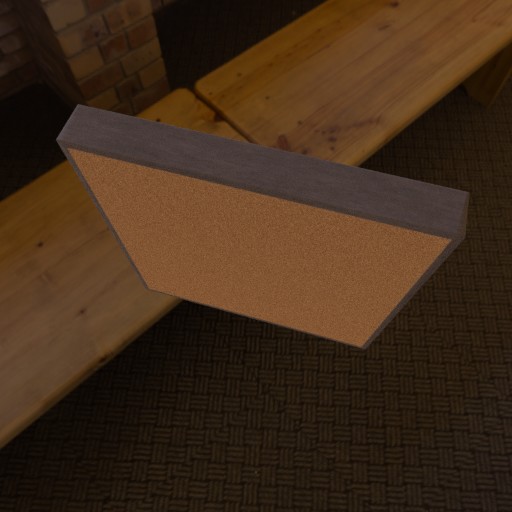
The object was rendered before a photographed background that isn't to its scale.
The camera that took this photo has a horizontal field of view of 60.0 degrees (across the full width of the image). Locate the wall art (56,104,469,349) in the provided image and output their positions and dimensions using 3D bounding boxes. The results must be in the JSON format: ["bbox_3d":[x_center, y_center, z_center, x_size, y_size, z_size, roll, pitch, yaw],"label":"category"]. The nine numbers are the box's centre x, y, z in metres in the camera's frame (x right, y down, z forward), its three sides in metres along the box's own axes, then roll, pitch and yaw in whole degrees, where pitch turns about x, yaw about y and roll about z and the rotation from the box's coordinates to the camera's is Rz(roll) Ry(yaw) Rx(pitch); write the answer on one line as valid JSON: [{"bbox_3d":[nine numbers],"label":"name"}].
[{"bbox_3d":[0.000,0.000,0.459,0.303,0.302,0.038,14,65,7],"label":"wall art"}]
